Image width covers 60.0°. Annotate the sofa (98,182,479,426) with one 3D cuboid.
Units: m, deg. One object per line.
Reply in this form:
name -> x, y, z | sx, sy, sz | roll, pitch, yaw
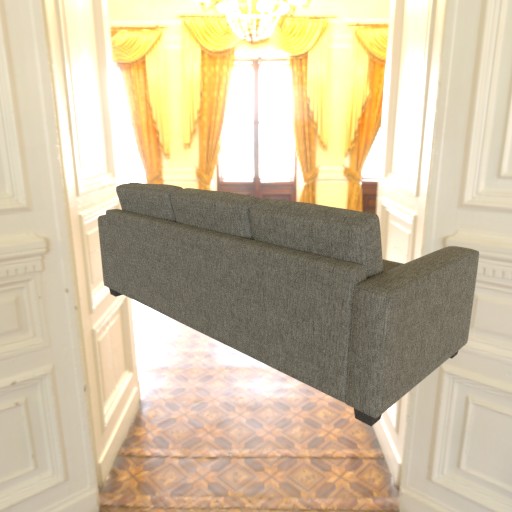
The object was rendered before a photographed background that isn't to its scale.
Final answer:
sofa -> 0.000, 0.000, 2.581 | 0.900, 0.800, 2.160 | -15, 21, -43
